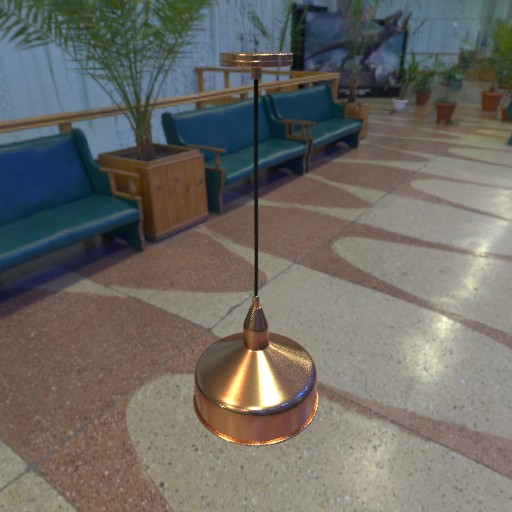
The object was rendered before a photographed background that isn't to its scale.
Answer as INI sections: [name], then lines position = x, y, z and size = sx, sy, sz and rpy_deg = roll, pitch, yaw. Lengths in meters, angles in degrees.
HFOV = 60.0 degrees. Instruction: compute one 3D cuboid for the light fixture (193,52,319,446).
[light fixture]
position = 0.000, 0.000, 0.905
size = 0.301, 0.754, 0.301
rpy_deg = 19, 32, 33
